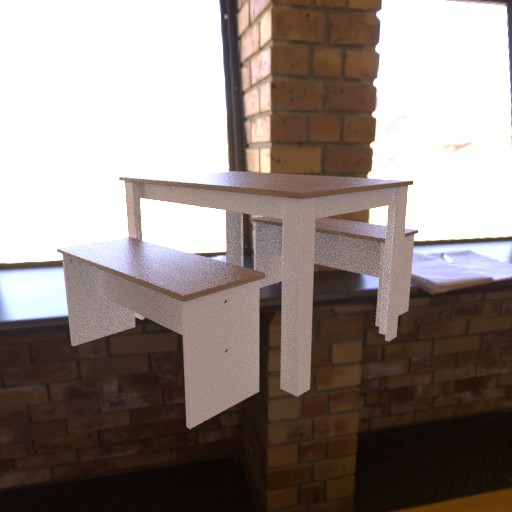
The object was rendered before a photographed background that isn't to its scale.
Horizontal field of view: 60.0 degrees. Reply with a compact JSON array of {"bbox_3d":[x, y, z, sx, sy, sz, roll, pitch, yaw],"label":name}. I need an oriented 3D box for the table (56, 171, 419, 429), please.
[{"bbox_3d":[0.000,0.000,2.030,1.100,0.700,1.443,13,19,43],"label":"table"}]
